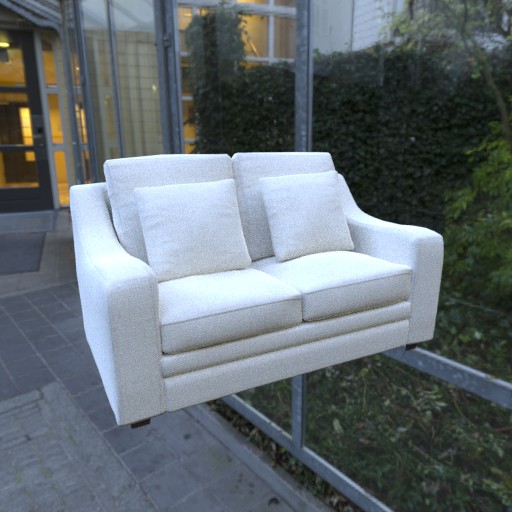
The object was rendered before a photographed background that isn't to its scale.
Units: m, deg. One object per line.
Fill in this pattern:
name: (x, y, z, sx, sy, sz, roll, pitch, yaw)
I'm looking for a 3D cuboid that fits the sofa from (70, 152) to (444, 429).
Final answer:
sofa: (0.000, 0.000, 2.350, 1.744, 1.047, 1.040, -8, 17, -26)
